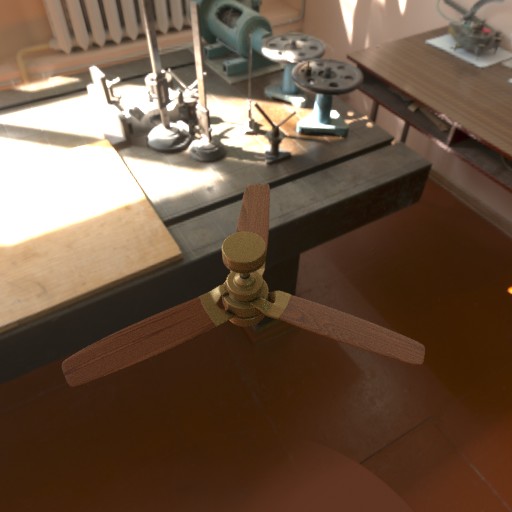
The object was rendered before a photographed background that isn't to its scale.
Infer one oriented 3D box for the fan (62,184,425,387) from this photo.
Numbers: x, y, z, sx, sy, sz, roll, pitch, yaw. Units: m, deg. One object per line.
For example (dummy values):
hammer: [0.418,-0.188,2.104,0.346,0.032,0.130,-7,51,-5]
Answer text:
fan: [0.000,0.000,1.997,1.416,0.425,1.271,3,47,3]
